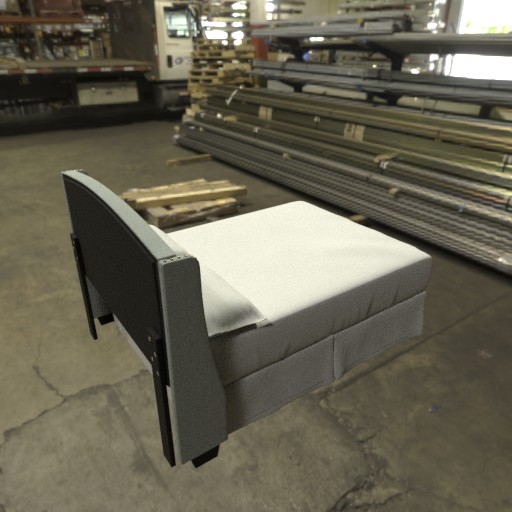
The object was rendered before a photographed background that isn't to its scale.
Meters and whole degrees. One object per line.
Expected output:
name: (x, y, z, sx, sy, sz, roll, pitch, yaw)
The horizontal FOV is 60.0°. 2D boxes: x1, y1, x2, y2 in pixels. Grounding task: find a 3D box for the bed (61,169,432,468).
bed: (0.000, 0.000, 3.323, 2.237, 1.407, 1.710, -17, 32, -31)
